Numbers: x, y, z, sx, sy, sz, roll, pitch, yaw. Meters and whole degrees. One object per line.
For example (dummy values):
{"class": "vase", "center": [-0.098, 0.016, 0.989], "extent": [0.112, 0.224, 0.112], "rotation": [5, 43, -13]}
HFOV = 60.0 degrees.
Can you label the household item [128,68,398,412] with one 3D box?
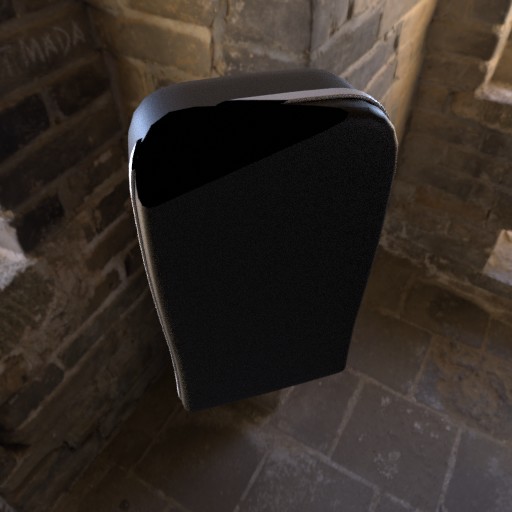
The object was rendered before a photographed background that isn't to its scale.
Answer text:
{"class": "household item", "center": [0.000, 0.000, 0.146], "extent": [0.070, 0.114, 0.038], "rotation": [-11, 44, -12]}
